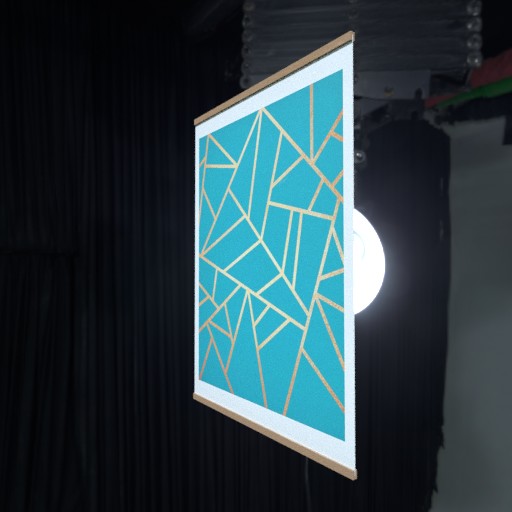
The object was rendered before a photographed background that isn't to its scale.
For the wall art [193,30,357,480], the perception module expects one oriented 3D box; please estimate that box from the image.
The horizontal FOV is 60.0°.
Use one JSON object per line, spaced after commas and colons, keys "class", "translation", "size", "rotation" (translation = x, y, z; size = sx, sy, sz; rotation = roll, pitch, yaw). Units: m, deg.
{"class": "wall art", "translation": [0.000, 0.000, 1.313], "size": [0.013, 1.016, 0.758], "rotation": [1, -2, -36]}
